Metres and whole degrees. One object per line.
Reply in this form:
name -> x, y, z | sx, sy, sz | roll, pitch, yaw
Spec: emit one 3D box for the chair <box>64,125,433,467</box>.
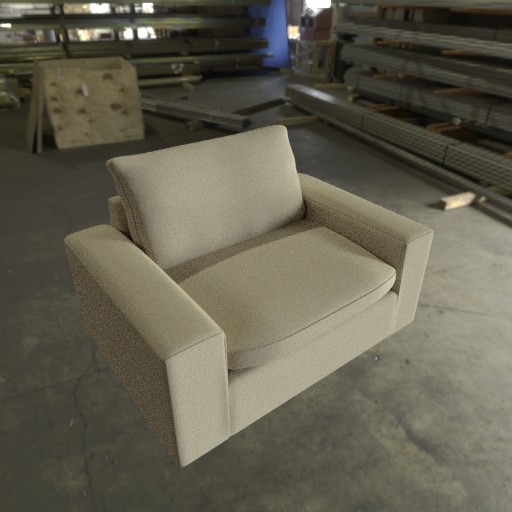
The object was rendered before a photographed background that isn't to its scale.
chair -> 0.000, 0.000, 2.050 | 1.398, 0.915, 1.039 | -21, 37, -32
